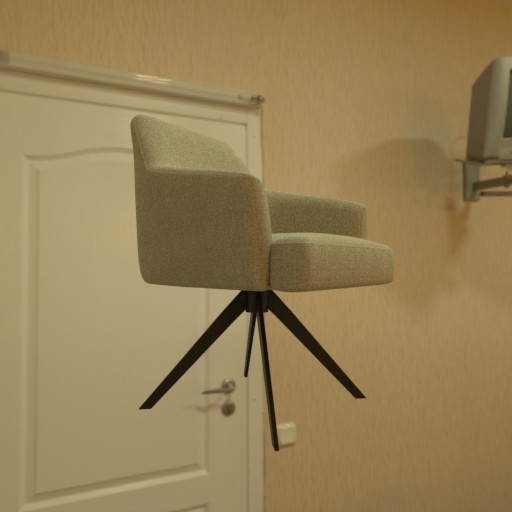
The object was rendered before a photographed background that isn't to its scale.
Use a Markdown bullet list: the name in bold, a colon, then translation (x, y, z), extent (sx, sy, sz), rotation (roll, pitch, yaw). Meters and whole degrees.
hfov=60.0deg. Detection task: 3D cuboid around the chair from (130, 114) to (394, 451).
- **chair**: translation (0.000, 0.000, 1.327), extent (0.677, 0.874, 0.642), rotation (-1, -1, 37)
